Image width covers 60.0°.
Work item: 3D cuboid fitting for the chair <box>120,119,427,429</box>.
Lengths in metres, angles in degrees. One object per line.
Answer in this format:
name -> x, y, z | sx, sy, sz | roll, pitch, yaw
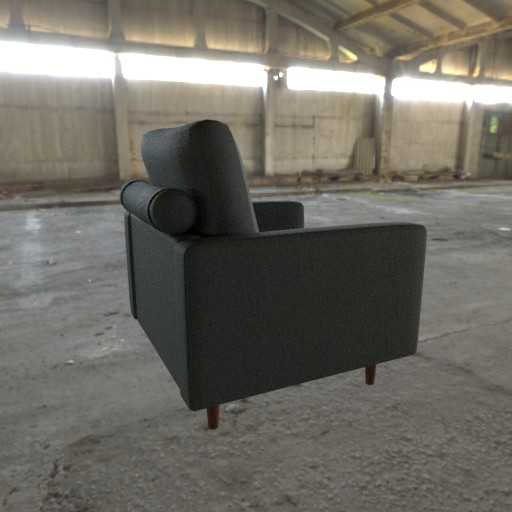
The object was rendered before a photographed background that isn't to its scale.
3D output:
chair -> 0.000, 0.000, 1.577 | 0.843, 0.880, 0.821 | -6, 14, -25
